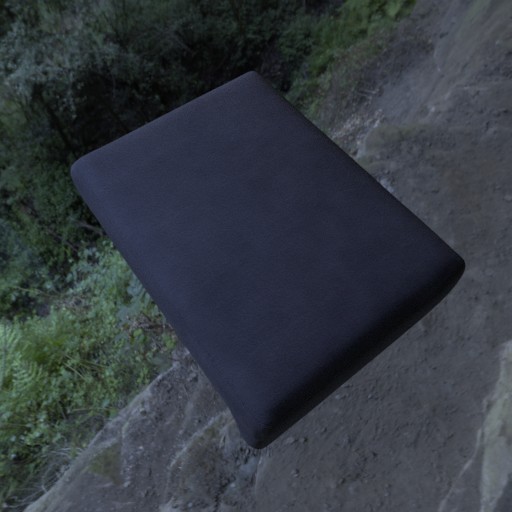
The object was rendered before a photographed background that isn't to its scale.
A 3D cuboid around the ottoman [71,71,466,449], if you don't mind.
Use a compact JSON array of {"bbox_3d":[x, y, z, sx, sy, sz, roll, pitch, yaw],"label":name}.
[{"bbox_3d":[0.000,0.000,1.152,0.574,0.497,0.773,-34,67,-16],"label":"ottoman"}]
